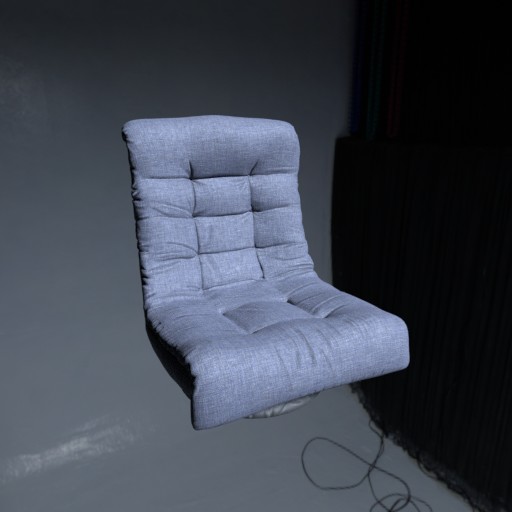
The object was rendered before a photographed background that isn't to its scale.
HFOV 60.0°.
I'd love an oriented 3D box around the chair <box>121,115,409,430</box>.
[{"bbox_3d":[0.000,0.000,1.221,0.597,0.749,0.668,-8,18,-26],"label":"chair"}]
